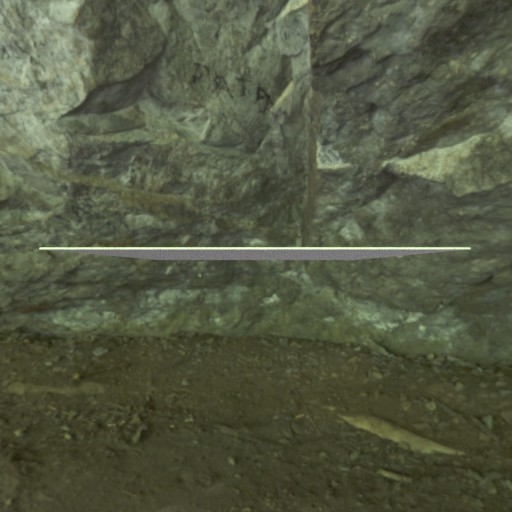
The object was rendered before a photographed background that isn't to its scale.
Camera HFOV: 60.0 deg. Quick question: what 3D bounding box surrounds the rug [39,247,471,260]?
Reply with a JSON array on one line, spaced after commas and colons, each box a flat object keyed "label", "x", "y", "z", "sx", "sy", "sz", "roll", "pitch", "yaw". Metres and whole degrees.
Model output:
[{"label": "rug", "x": 0.000, "y": 0.000, "z": 3.413, "sx": 2.073, "sy": 0.011, "sz": 2.584, "roll": 0, "pitch": -2, "yaw": 0}]
